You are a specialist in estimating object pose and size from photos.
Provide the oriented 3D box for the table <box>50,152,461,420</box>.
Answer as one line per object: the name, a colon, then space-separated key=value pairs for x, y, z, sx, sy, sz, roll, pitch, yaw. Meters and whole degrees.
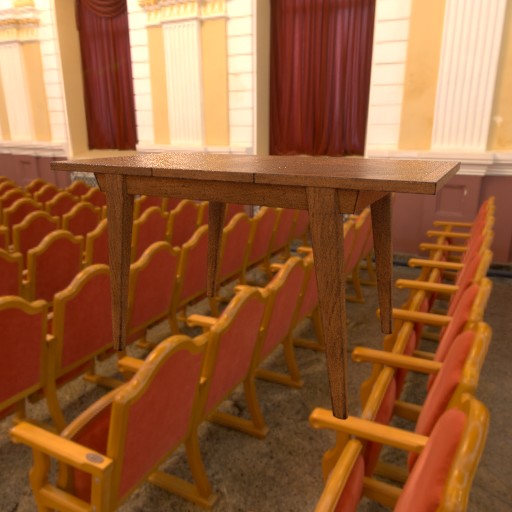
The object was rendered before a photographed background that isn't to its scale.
table: x=0.000 y=0.000 z=1.823 sx=1.400 sy=0.760 sz=0.757 roll=8 pitch=18 yaw=27
